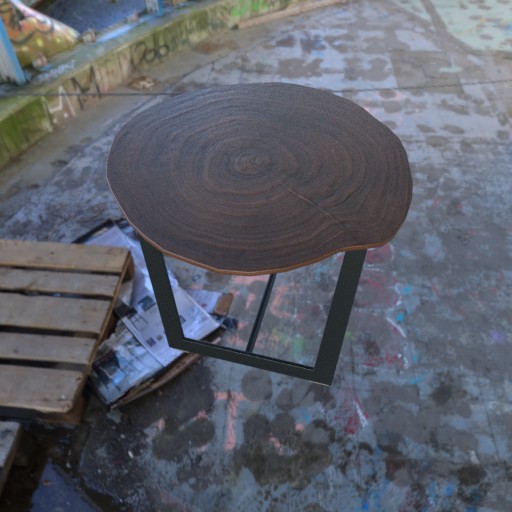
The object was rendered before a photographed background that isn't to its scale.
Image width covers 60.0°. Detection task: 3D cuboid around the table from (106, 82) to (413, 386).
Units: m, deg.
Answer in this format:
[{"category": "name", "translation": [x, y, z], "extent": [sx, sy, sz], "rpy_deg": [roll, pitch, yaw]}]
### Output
[{"category": "table", "translation": [0.000, 0.000, 0.876], "extent": [0.477, 0.476, 0.494], "rpy_deg": [3, 47, 3]}]
